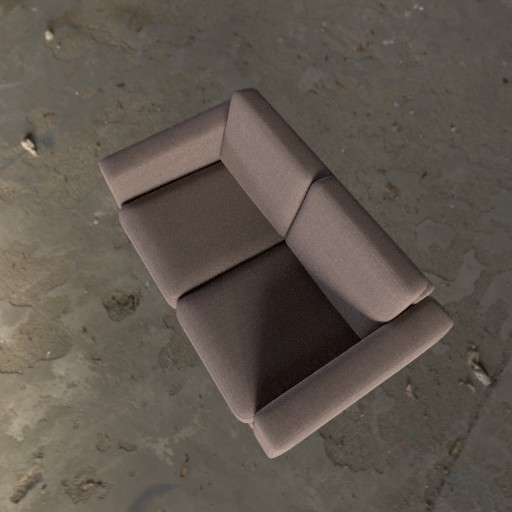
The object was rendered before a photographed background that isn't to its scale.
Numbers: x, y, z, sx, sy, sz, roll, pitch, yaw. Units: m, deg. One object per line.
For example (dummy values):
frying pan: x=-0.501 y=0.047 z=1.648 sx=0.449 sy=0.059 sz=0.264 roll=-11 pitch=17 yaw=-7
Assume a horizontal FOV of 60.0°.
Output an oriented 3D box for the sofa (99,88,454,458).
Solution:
sofa: x=0.000 y=0.000 z=2.058 sx=0.900 sy=0.800 sz=1.520 roll=-30 pitch=67 yaw=-14
